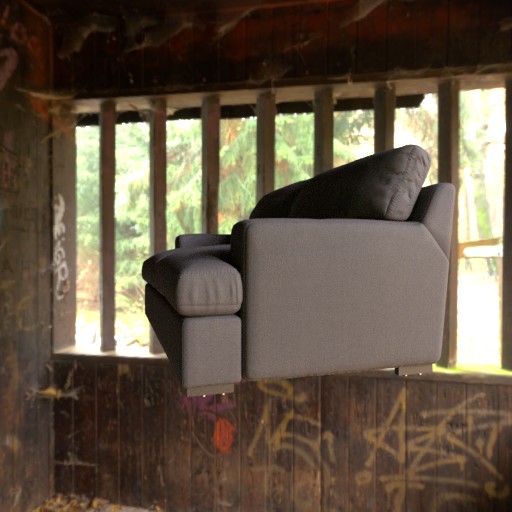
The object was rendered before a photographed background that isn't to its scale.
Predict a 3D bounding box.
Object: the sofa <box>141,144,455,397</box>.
[{"bbox_3d":[0.000,0.000,2.479,1.143,0.940,1.880,0,1,-18],"label":"sofa"}]
